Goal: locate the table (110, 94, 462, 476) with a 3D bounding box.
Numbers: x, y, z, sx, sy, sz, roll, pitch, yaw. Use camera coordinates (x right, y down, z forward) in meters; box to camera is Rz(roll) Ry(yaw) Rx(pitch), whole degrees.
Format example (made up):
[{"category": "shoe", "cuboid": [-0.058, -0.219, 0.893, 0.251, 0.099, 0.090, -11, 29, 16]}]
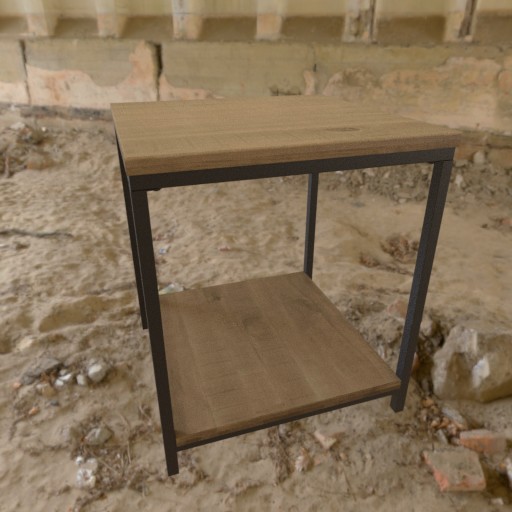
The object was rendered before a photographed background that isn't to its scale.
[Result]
[{"category": "table", "cuboid": [0.000, 0.000, 0.960, 0.507, 0.589, 0.503, -8, 28, -16]}]
